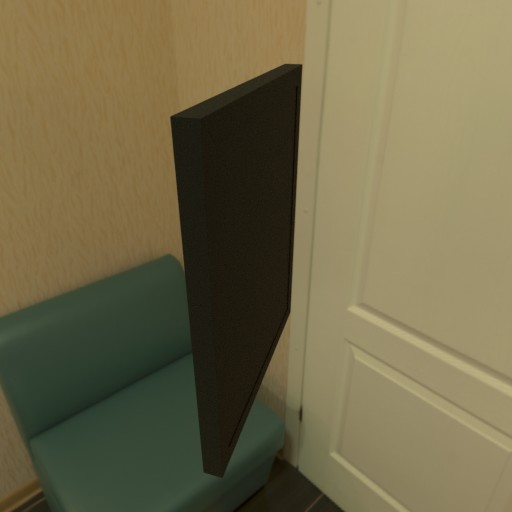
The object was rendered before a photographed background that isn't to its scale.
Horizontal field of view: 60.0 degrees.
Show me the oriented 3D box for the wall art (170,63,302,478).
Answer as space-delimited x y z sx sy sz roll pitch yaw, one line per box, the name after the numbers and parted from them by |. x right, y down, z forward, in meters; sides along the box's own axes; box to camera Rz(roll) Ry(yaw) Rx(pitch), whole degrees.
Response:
0.000 0.000 0.759 0.033 0.559 0.457 9 31 15 | wall art
